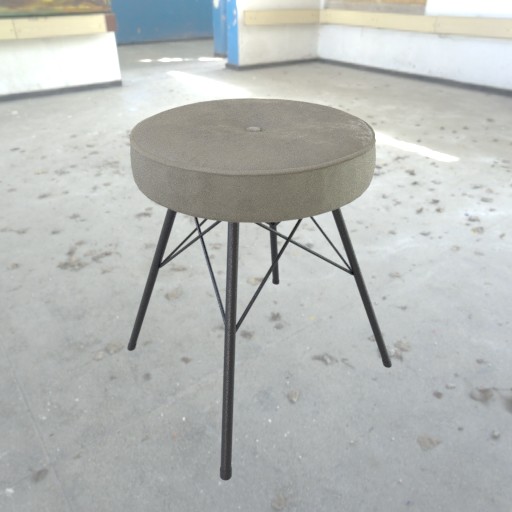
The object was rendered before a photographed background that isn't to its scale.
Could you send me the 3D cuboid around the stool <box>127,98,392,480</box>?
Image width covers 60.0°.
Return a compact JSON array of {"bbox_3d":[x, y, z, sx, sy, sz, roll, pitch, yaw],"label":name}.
[{"bbox_3d":[0.000,0.000,0.880,0.457,0.538,0.423,-22,38,-31],"label":"stool"}]
